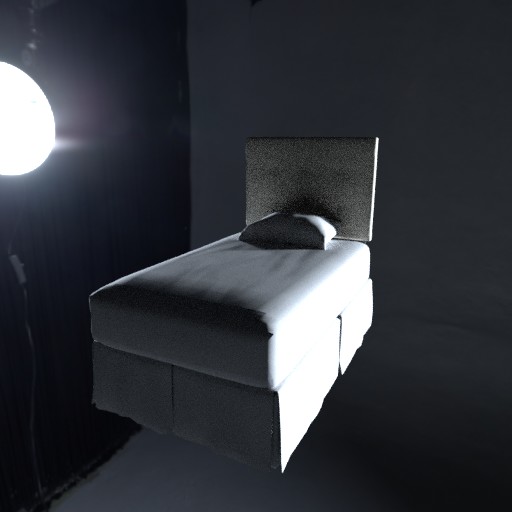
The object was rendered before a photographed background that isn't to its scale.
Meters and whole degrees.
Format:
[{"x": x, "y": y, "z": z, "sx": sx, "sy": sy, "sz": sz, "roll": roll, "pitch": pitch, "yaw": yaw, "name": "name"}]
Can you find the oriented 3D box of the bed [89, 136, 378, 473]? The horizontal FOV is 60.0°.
[{"x": 0.000, "y": 0.000, "z": 3.027, "sx": 1.261, "sy": 1.571, "sz": 1.997, "roll": 8, "pitch": 17, "yaw": 26, "name": "bed"}]
